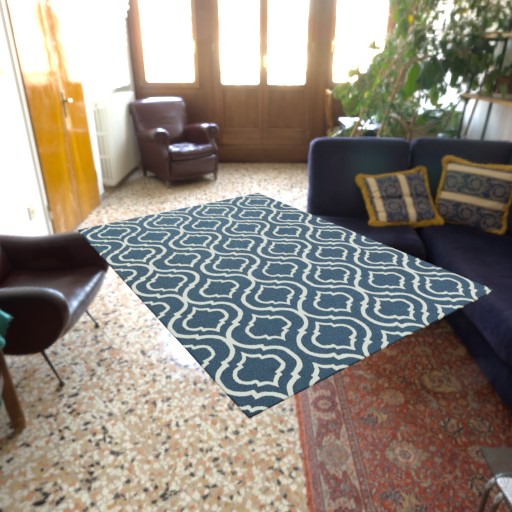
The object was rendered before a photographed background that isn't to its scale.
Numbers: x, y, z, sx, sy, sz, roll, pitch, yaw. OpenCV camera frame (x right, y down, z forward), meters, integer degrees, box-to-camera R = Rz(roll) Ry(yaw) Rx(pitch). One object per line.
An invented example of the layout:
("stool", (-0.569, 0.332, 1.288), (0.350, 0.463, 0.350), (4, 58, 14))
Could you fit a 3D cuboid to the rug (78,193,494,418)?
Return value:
("rug", (0.000, 0.000, 4.254), (2.438, 0.010, 3.353), (-16, 29, -31))
